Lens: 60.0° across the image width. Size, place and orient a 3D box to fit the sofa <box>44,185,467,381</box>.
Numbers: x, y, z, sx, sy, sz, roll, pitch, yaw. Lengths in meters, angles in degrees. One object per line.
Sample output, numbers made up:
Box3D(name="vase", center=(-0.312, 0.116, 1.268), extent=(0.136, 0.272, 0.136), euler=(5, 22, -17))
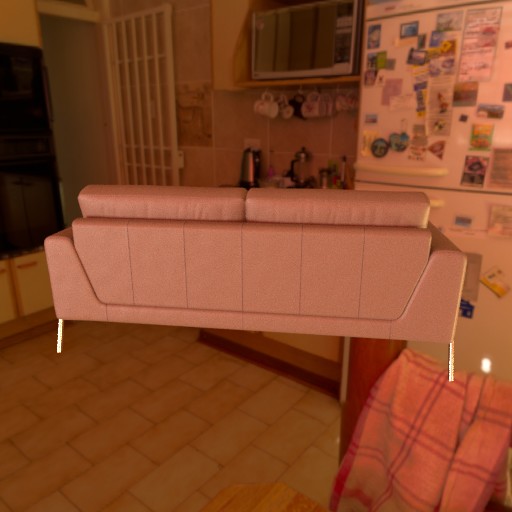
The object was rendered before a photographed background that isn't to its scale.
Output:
Box3D(name="sofa", center=(0.000, 0.000, 2.547), extent=(2.017, 0.875, 0.953), euler=(2, 17, 7))
